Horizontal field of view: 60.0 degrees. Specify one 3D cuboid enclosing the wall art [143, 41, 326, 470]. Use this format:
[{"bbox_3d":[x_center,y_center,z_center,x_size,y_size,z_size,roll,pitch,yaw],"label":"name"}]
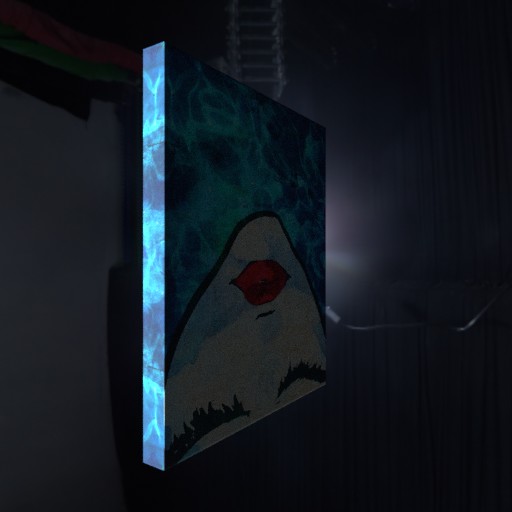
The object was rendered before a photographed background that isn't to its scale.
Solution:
[{"bbox_3d":[0.000,0.000,0.711,0.038,0.508,0.432,0,0,35],"label":"wall art"}]
